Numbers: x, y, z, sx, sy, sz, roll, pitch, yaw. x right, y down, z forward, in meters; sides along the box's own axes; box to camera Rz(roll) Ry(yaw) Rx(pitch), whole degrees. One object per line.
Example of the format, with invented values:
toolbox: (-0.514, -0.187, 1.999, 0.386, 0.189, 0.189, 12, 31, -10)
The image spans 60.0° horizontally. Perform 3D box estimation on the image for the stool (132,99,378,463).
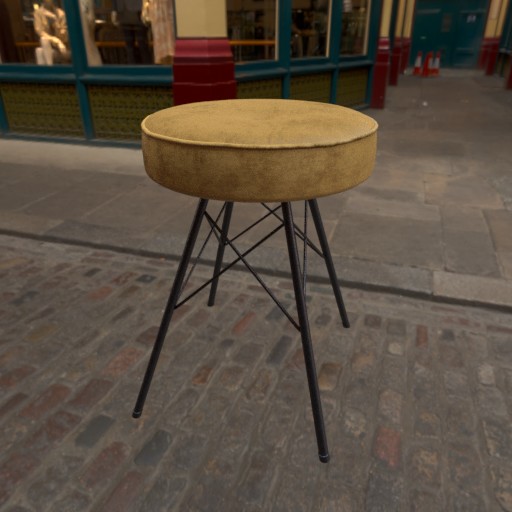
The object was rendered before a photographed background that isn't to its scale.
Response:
stool: (0.000, 0.000, 0.941, 0.438, 0.595, 0.472, 8, 28, 16)
